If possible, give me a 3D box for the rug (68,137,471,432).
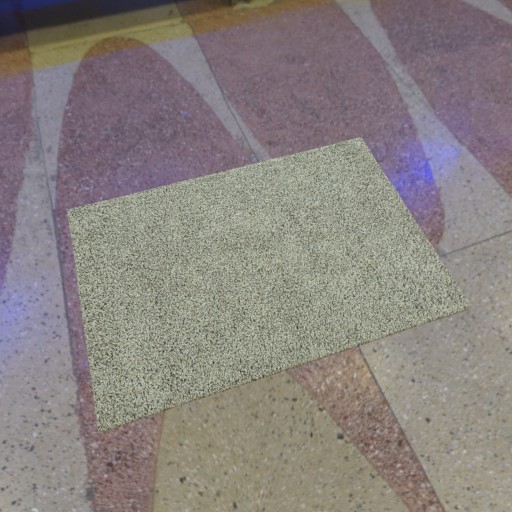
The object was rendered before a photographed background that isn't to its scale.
[{"bbox_3d":[0.000,0.000,2.281,1.778,0.030,1.219,-16,59,-10],"label":"rug"}]
